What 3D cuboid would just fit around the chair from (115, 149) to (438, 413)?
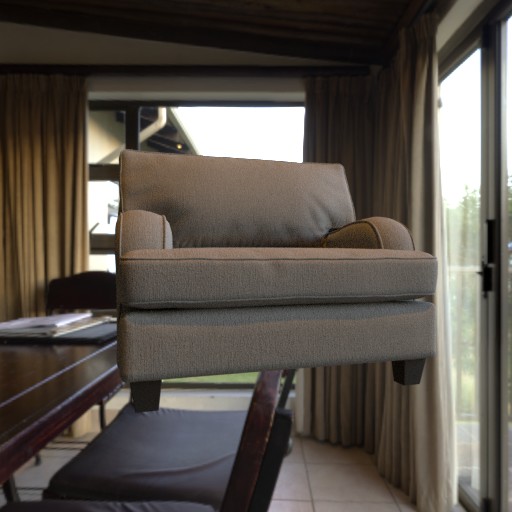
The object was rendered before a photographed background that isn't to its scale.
[{"bbox_3d":[0.000,0.000,2.015,1.220,1.016,1.041,0,0,-17],"label":"chair"}]
